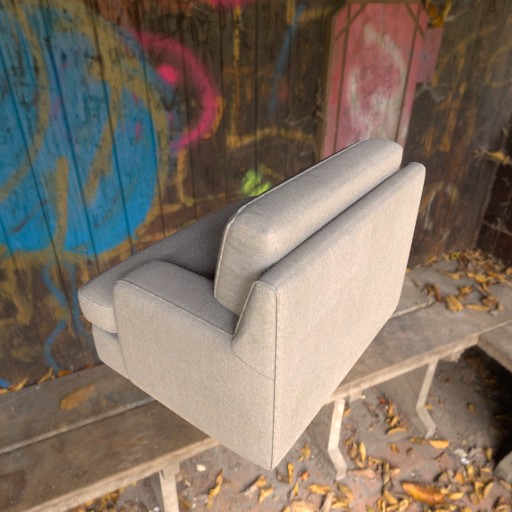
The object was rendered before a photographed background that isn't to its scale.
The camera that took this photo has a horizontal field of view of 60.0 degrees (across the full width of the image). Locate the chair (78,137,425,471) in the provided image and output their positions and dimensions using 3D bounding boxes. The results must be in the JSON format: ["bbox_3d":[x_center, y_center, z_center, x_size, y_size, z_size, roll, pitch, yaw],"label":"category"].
[{"bbox_3d":[0.000,0.000,2.005,1.043,0.974,1.270,21,37,31],"label":"chair"}]
